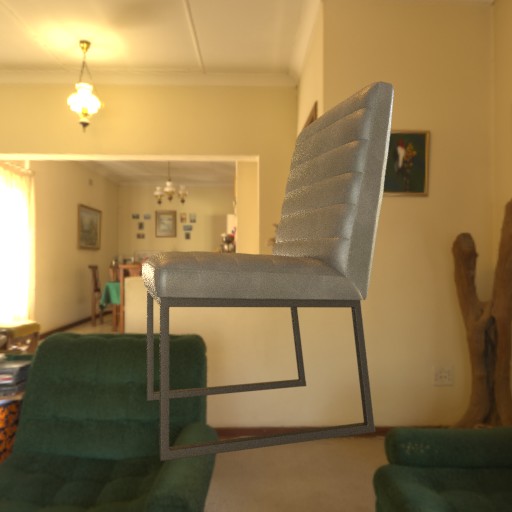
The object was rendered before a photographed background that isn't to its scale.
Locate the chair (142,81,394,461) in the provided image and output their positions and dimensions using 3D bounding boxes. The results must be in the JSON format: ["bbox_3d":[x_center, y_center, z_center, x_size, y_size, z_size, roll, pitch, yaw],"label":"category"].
[{"bbox_3d":[0.000,0.000,1.312,0.634,0.930,0.520,0,0,-18],"label":"chair"}]
